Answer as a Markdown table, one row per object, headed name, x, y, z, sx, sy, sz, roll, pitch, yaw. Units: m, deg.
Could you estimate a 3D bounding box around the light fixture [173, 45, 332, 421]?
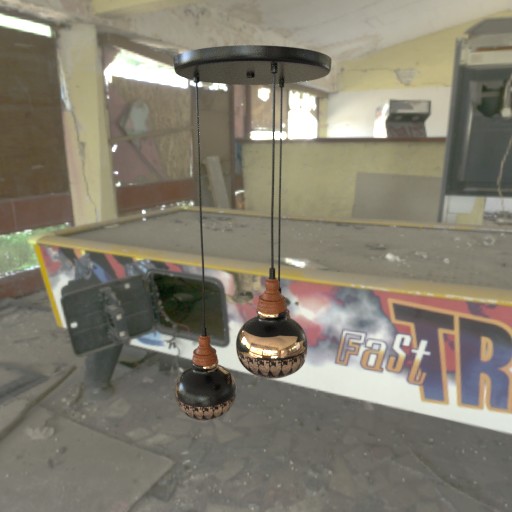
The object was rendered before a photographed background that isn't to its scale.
| name | x | y | z | sx | sy | sz | roll | pitch | yaw |
| --- | --- | --- | --- | --- | --- | --- | --- | --- | --- |
| light fixture | 0.000 | 0.000 | 1.729 | 0.608 | 1.410 | 0.605 | -7 | 15 | -26 |
